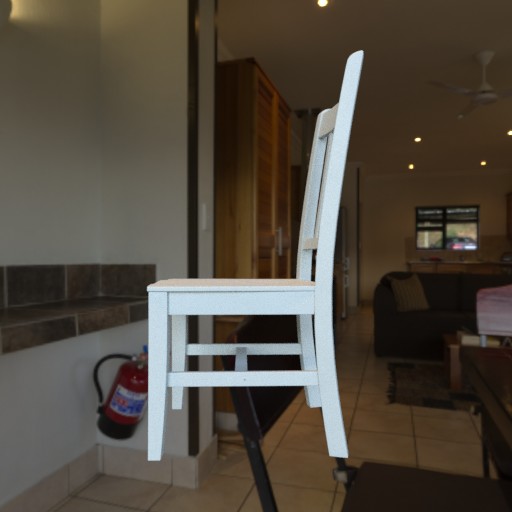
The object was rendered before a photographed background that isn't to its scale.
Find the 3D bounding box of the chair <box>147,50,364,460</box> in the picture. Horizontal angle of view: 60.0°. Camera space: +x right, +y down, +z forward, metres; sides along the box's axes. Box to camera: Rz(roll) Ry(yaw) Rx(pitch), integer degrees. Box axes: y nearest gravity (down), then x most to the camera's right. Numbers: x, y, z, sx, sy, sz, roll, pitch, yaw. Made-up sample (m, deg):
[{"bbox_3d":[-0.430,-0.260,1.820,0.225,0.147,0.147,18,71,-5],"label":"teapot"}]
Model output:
[{"bbox_3d":[0.000,0.000,1.290,0.555,0.998,0.450,0,0,-2],"label":"chair"}]
